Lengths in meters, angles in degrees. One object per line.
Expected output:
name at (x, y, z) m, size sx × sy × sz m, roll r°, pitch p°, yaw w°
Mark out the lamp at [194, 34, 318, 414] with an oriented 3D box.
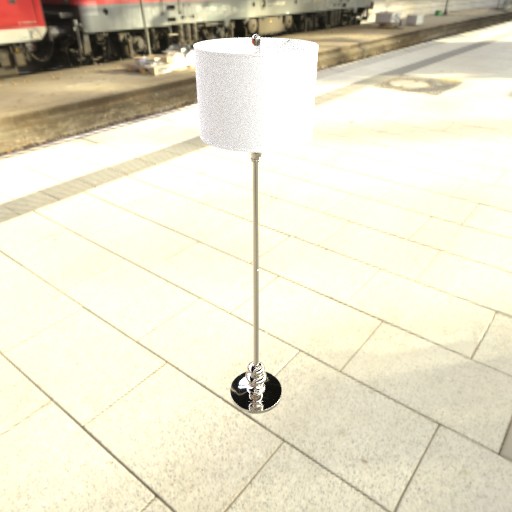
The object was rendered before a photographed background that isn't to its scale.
lamp at (0.000, 0.000, 1.654) m, size 0.356 × 1.487 × 0.356 m, roll 21°, pitch 38°, yaw 30°
